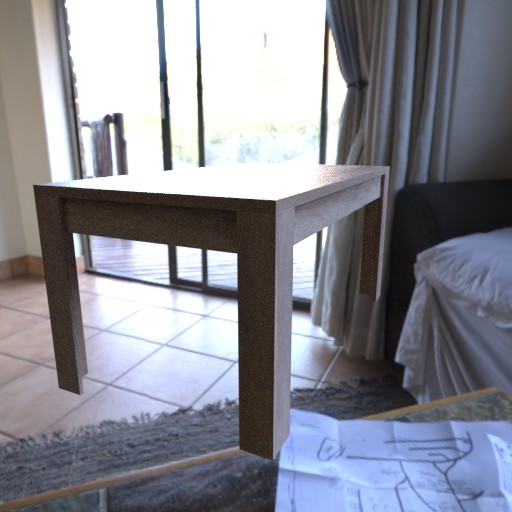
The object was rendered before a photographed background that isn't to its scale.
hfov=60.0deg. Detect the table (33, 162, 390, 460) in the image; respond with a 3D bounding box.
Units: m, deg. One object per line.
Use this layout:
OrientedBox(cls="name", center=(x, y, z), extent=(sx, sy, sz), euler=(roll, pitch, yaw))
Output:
OrientedBox(cls="table", center=(0.000, 0.000, 2.104), extent=(0.900, 0.775, 1.600), euler=(7, 16, 25))
